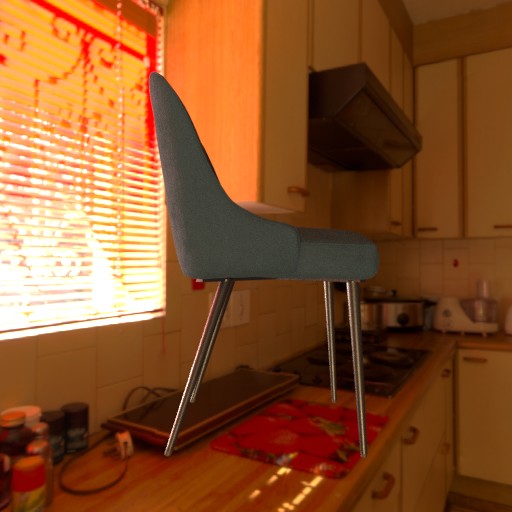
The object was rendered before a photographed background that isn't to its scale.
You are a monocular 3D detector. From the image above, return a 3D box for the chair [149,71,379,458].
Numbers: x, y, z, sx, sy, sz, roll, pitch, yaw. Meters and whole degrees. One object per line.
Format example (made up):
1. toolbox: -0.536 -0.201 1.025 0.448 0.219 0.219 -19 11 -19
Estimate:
1. chair: 0.000 0.000 1.178 0.559 0.896 0.478 0 -1 0
